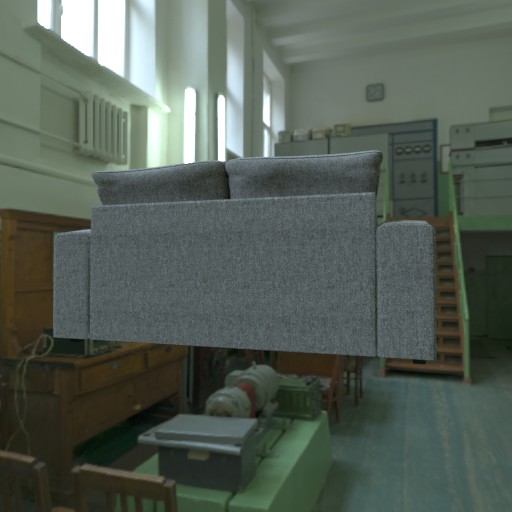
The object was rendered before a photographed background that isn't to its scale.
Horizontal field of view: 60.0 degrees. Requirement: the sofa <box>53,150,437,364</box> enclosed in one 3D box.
[{"bbox_3d":[0.000,0.000,2.442,1.758,0.877,1.094,0,-1,18],"label":"sofa"}]
